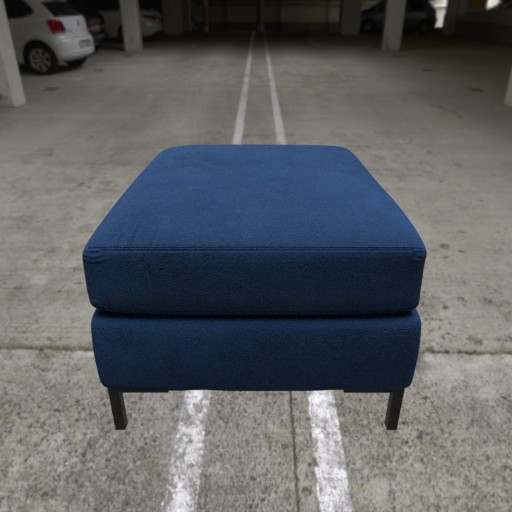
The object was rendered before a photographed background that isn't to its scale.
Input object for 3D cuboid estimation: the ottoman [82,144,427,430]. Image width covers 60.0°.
[{"bbox_3d":[0.000,0.000,1.193,0.655,0.485,0.794,0,27,0],"label":"ottoman"}]
